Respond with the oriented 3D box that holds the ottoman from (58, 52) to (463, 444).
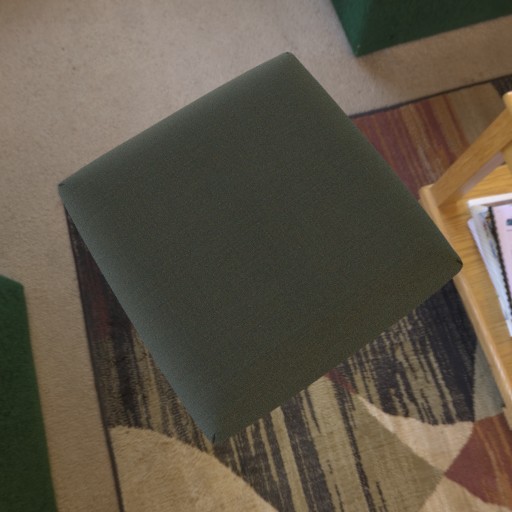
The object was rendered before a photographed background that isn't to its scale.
[{"bbox_3d":[0.000,0.000,0.906,0.497,0.475,0.507,-33,77,-8],"label":"ottoman"}]
